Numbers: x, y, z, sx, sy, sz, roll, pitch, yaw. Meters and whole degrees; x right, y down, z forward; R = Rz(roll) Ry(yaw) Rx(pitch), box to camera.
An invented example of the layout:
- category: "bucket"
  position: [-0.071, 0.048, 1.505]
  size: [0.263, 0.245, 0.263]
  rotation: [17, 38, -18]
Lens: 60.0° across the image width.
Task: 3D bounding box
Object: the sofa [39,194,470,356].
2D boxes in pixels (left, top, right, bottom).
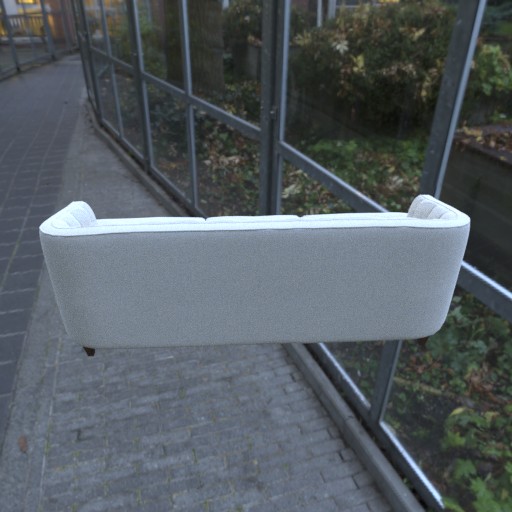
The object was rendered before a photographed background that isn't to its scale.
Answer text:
- category: "sofa"
  position: [0.000, 0.000, 2.693]
  size: [2.278, 0.855, 0.941]
  rotation: [-1, 31, -2]
